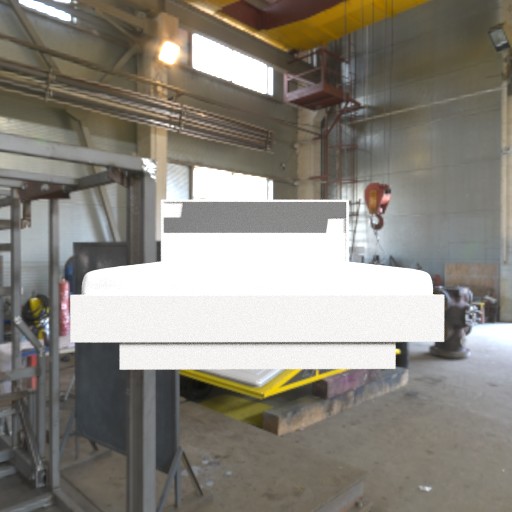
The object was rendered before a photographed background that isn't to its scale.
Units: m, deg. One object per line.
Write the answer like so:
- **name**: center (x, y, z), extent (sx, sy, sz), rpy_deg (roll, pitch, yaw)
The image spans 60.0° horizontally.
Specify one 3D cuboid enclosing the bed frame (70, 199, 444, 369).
- **bed frame**: center (0.000, 0.000, 3.018), extent (1.711, 1.001, 2.100), rpy_deg (0, 1, 0)
